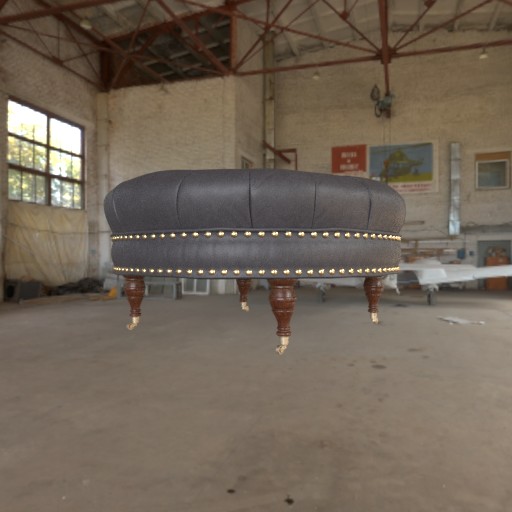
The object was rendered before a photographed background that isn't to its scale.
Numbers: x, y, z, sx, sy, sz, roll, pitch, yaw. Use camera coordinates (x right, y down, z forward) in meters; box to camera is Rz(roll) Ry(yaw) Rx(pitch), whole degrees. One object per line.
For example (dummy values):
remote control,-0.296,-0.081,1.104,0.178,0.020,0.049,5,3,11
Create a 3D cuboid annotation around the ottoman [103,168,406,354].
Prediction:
ottoman,0.000,0.000,1.377,0.901,0.439,0.901,0,0,0
